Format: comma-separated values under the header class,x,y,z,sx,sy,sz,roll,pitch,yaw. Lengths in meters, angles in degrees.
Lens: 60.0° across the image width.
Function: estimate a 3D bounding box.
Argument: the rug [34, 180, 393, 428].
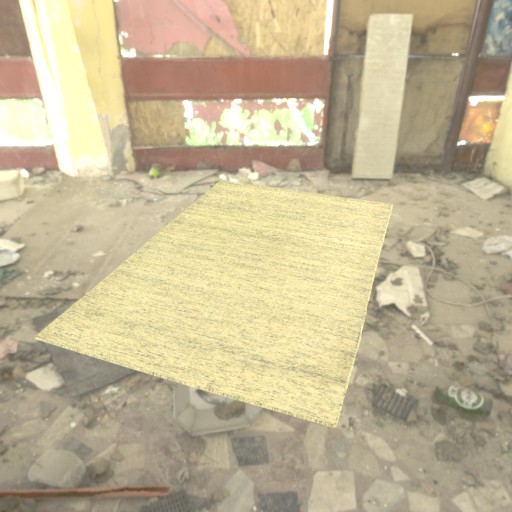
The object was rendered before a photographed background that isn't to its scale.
class,x,y,z,sx,sy,sz,roll,pitch,yaw
rug,0.000,0.000,2.873,1.523,0.017,2.263,11,33,17
